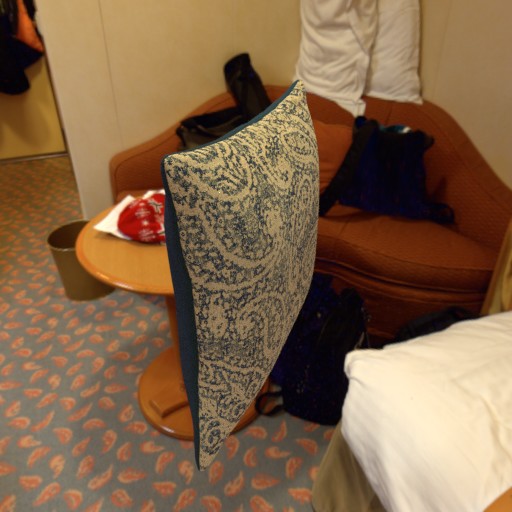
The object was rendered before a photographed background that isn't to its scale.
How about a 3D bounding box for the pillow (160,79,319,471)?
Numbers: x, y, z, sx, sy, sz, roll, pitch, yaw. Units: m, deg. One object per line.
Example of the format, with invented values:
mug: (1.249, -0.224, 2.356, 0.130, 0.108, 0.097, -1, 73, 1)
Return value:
pillow: (0.000, 0.000, 0.781, 0.166, 0.510, 0.523, 11, 32, 18)
